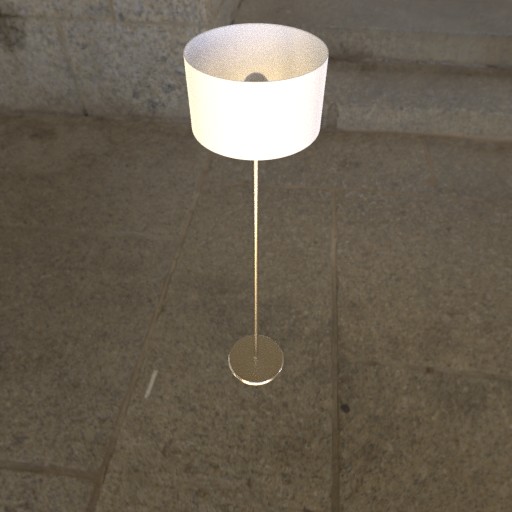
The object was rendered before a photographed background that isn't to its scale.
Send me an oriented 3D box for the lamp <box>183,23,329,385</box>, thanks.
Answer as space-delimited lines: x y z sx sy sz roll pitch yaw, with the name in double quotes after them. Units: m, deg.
0.000 0.000 1.588 0.347 1.443 0.347 -16 49 -15 "lamp"
